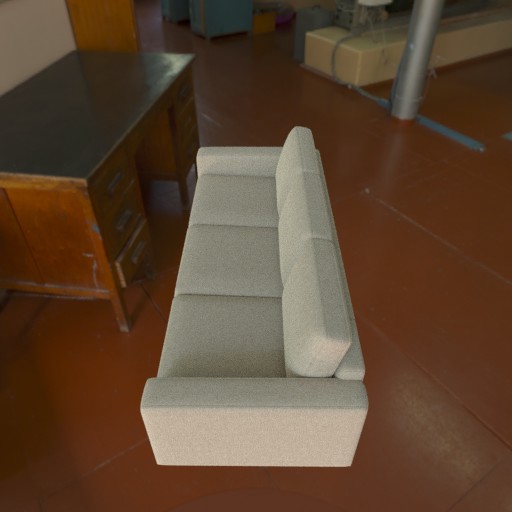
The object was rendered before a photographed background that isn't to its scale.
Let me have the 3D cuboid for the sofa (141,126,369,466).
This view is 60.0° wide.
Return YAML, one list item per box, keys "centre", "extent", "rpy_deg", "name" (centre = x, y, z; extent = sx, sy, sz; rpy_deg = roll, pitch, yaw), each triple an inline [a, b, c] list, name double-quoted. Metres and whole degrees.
- centre: [0.000, 0.000, 2.605]
  extent: [0.900, 0.800, 2.160]
  rpy_deg: [0, 41, 0]
  name: "sofa"
